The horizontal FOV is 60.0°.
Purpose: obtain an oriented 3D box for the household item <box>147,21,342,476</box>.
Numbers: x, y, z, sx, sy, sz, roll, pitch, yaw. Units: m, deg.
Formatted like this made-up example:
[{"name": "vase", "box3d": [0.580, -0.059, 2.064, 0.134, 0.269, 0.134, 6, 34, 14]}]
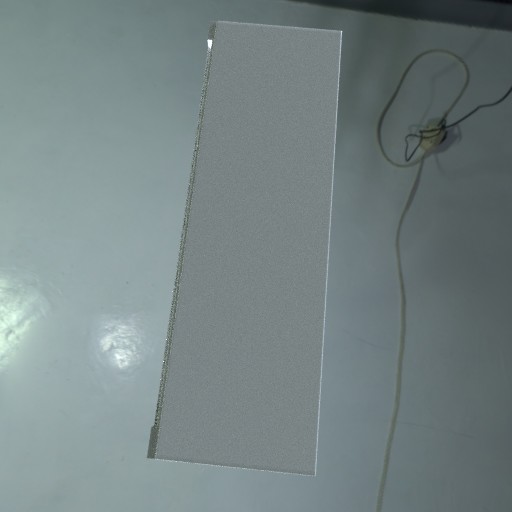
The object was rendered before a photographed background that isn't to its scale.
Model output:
[{"name": "household item", "box3d": [0.000, 0.000, 1.673, 0.420, 0.867, 1.300, 5, 76, 1]}]
